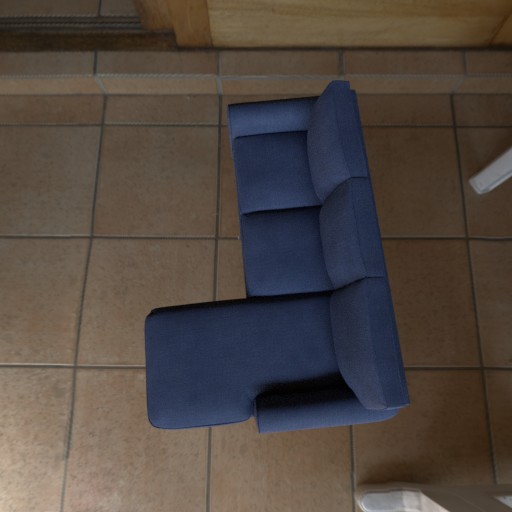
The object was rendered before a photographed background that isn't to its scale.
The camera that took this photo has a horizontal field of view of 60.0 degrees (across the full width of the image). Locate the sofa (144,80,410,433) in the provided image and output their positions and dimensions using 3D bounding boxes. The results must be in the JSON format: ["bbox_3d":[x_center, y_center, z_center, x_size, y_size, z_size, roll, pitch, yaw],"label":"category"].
[{"bbox_3d":[0.000,0.000,3.450,1.780,1.063,2.567,-5,76,-1],"label":"sofa"}]
